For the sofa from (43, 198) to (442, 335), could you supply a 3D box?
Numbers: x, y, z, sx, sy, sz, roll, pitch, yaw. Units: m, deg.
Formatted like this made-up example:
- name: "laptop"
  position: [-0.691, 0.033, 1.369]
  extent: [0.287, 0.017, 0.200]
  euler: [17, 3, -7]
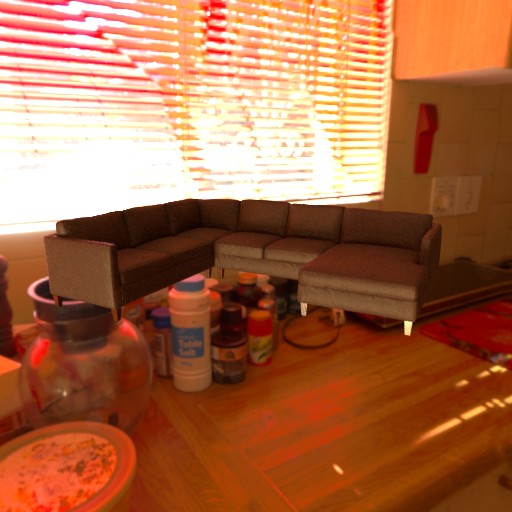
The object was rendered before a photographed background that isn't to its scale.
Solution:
- name: "sofa"
  position: [0.000, 0.000, 4.748]
  extent: [3.460, 0.923, 2.593]
  euler: [7, 16, 27]
